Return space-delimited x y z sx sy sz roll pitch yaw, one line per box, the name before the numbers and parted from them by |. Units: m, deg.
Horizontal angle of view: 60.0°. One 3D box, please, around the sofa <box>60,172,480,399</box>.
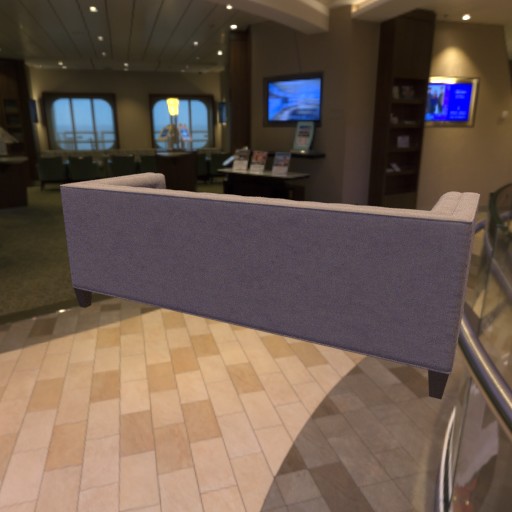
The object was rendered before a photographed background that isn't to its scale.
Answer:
sofa | 0.000 0.000 2.498 2.159 0.762 0.775 8 19 26
